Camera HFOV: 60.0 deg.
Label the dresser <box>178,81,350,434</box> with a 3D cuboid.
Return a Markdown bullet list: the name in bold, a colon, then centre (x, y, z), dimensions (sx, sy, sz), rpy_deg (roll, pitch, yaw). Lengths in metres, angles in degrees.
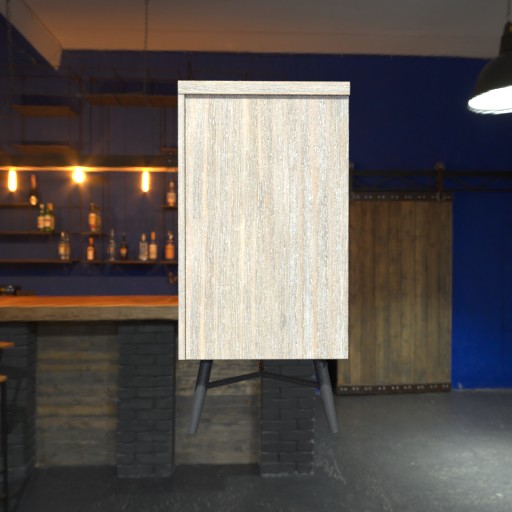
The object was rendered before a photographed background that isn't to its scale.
- **dresser**: centre (0.000, 0.000, 1.903), dimensions (0.457, 0.914, 1.524), rpy_deg (0, 1, -1)
